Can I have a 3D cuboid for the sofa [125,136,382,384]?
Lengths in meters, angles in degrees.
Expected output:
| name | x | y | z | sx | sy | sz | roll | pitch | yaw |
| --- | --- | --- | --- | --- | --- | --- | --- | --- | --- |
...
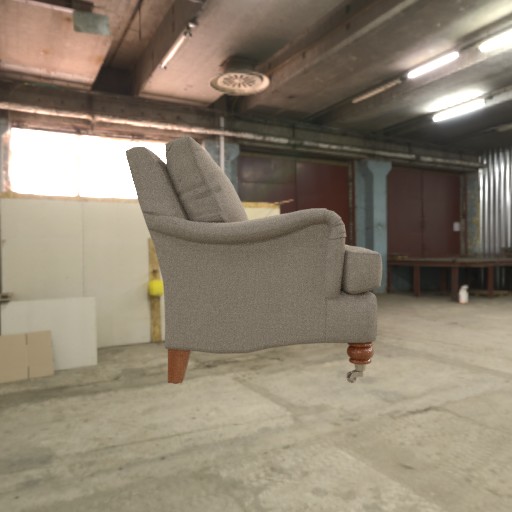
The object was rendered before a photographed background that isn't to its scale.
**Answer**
| name | x | y | z | sx | sy | sz | roll | pitch | yaw |
| --- | --- | --- | --- | --- | --- | --- | --- | --- | --- |
| sofa | 0.000 | 0.000 | 2.859 | 1.087 | 1.054 | 2.160 | 0 | 1 | 0 |
